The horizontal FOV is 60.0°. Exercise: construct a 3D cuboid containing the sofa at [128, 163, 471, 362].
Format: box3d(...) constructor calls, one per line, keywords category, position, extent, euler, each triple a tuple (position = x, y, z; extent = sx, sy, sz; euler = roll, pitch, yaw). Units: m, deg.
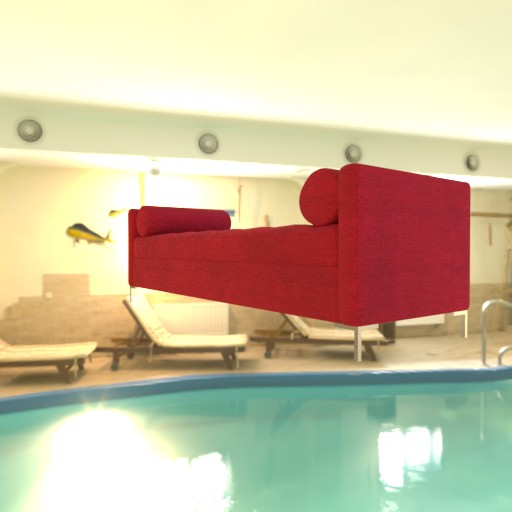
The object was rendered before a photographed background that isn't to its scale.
box3d(category="sofa", position=(0.000, 0.000, 2.366), extent=(0.686, 0.635, 1.981), euler=(-1, 1, -36))
